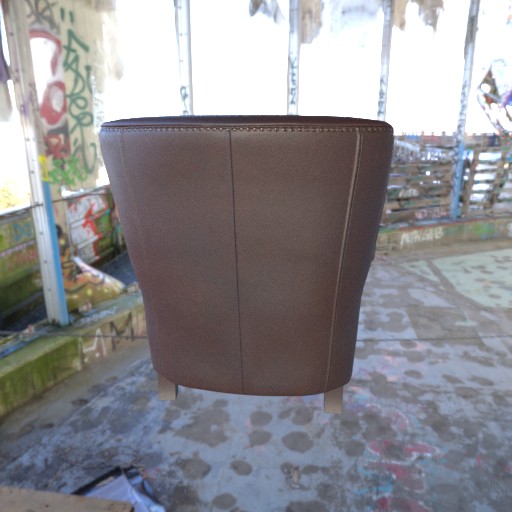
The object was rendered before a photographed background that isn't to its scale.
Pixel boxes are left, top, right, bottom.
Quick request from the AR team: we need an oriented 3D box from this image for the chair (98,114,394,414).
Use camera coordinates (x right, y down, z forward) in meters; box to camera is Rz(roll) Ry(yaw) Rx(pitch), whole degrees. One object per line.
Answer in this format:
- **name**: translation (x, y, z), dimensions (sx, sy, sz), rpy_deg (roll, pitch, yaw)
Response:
- **chair**: translation (0.000, 0.000, 1.340), dimensions (0.700, 0.800, 0.746), rpy_deg (2, 17, 7)
